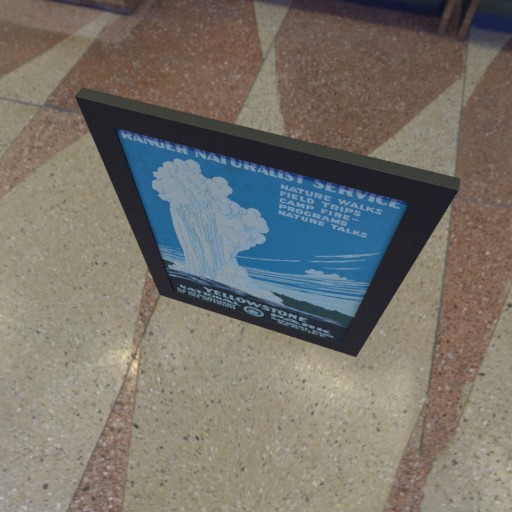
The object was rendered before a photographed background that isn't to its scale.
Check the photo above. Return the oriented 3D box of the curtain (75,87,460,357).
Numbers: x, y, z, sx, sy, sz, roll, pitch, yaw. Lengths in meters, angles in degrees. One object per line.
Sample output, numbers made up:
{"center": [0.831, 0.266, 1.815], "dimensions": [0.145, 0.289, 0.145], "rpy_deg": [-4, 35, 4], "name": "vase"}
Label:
{"center": [0.000, 0.000, 0.788], "dimensions": [0.483, 0.585, 0.027], "rpy_deg": [16, 61, 9], "name": "curtain"}
